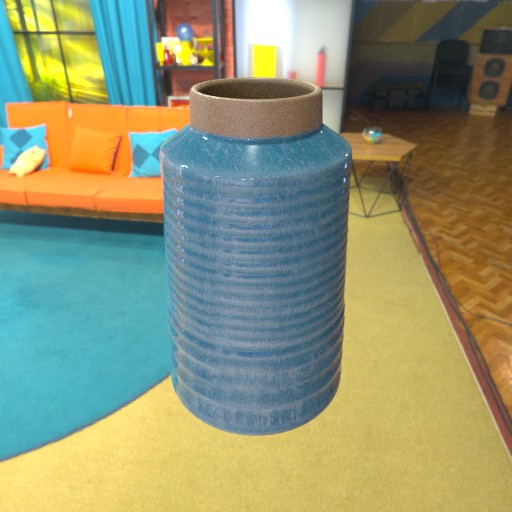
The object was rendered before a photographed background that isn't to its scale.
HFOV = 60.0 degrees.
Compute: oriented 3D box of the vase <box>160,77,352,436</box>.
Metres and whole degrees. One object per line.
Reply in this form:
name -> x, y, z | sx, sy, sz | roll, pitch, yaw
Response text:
vase -> 0.000, 0.000, 0.370 | 0.163, 0.267, 0.163 | 0, 30, 0
